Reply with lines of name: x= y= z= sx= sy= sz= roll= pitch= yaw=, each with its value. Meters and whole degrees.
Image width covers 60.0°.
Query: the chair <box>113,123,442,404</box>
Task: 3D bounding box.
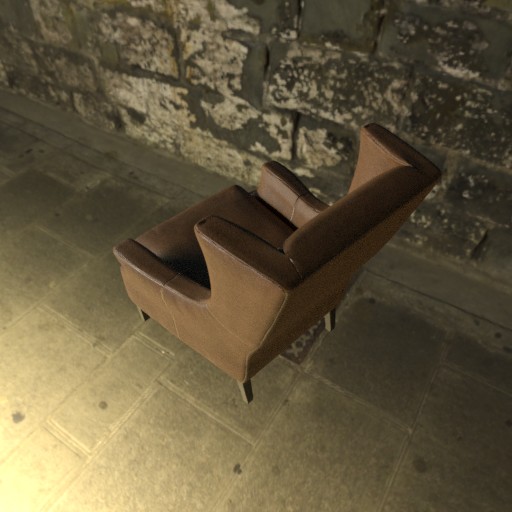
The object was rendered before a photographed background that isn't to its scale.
chair: x=0.000 y=0.000 z=1.732 sx=0.852 sy=1.016 sz=0.925 roll=-34 pitch=55 yaw=-28
